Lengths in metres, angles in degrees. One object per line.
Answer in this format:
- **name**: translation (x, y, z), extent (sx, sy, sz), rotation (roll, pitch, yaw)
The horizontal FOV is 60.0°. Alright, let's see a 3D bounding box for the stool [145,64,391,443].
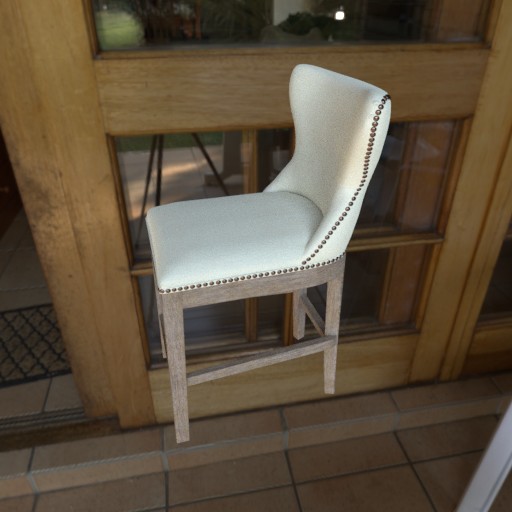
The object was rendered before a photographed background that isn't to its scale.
- **stool**: translation (0.000, 0.000, 1.310), extent (0.608, 0.981, 0.498), rotation (-9, 32, -14)
